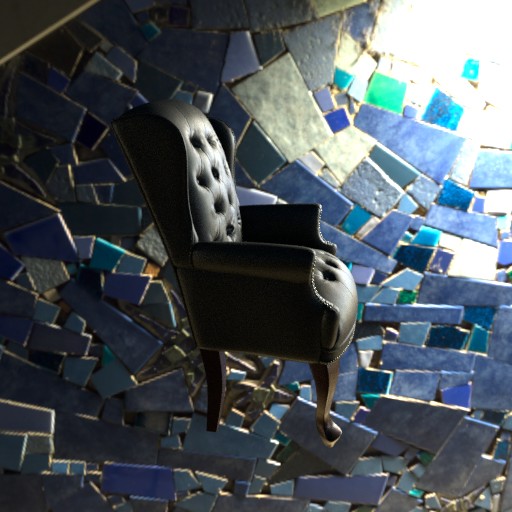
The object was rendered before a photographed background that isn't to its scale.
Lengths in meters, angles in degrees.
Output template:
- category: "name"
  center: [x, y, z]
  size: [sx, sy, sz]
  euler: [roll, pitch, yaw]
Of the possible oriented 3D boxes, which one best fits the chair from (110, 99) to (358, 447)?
- category: "chair"
  center: [0.000, 0.000, 1.661]
  size: [0.762, 1.111, 0.838]
  euler: [3, 17, 9]
